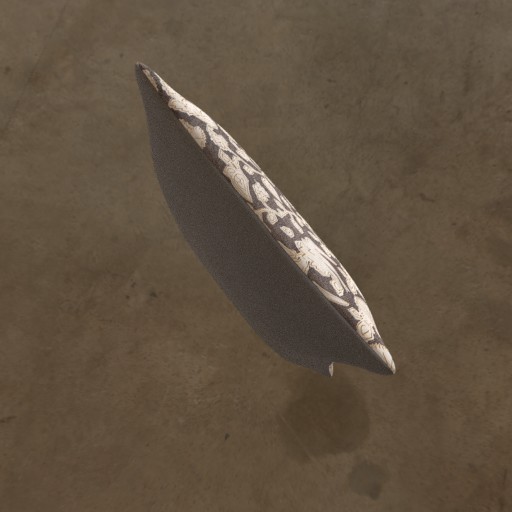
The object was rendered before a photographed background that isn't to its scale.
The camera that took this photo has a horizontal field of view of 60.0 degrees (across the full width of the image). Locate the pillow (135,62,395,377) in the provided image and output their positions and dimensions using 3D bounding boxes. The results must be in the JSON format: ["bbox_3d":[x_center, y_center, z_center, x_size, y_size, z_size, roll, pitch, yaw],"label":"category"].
[{"bbox_3d":[0.000,0.000,0.794,0.166,0.507,0.526,-37,77,-10],"label":"pillow"}]
